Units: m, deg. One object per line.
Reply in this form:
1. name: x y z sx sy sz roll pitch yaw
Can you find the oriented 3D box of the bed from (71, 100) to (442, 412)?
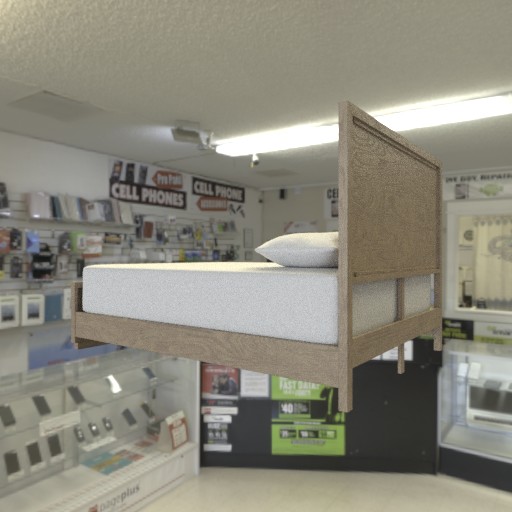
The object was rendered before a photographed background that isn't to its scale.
1. bed: 0.000 0.000 3.241 2.189 1.369 1.606 0 0 37
